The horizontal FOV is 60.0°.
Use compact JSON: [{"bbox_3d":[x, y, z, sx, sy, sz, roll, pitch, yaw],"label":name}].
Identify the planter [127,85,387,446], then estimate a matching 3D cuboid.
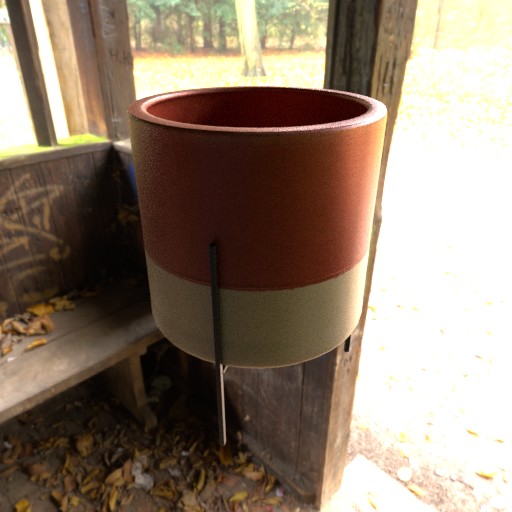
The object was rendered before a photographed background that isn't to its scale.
[{"bbox_3d":[0.000,0.000,0.704,0.345,0.465,0.354,8,30,15],"label":"planter"}]
